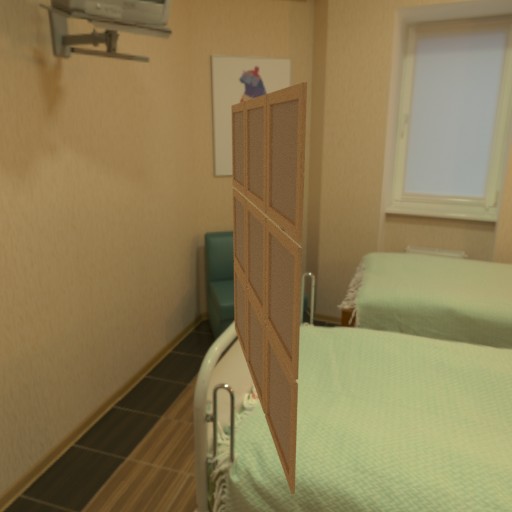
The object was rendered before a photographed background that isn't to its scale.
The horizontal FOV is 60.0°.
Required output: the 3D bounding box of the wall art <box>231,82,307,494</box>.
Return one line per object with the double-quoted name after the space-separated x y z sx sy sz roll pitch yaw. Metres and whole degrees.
0.000 0.000 2.240 0.014 1.507 1.519 -3 16 -11 "wall art"
